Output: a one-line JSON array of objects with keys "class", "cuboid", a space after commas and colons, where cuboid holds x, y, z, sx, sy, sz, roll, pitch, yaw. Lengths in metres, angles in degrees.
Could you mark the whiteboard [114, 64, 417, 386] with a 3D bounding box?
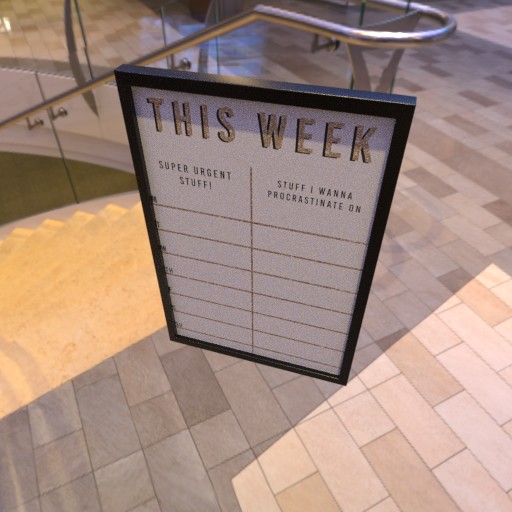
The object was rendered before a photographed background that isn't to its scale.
[{"class": "whiteboard", "cuboid": [0.000, 0.000, 0.783, 0.406, 0.611, 0.026, 11, 43, 13]}]
